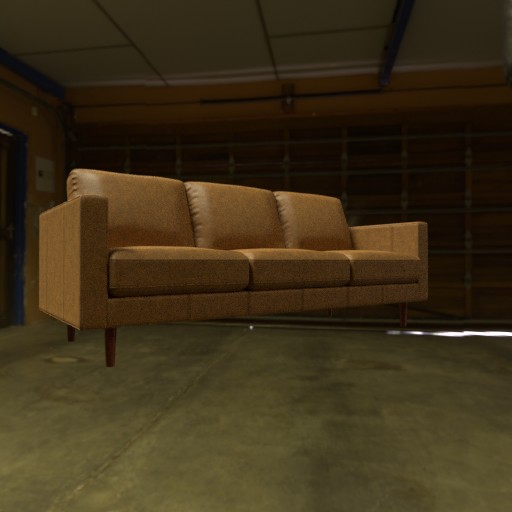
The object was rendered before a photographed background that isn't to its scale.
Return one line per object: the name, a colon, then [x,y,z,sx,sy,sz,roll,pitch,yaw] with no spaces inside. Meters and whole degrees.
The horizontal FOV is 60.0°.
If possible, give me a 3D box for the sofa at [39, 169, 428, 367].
sofa: [0.000,0.000,2.663,2.231,0.930,0.903,0,-1,-35]
